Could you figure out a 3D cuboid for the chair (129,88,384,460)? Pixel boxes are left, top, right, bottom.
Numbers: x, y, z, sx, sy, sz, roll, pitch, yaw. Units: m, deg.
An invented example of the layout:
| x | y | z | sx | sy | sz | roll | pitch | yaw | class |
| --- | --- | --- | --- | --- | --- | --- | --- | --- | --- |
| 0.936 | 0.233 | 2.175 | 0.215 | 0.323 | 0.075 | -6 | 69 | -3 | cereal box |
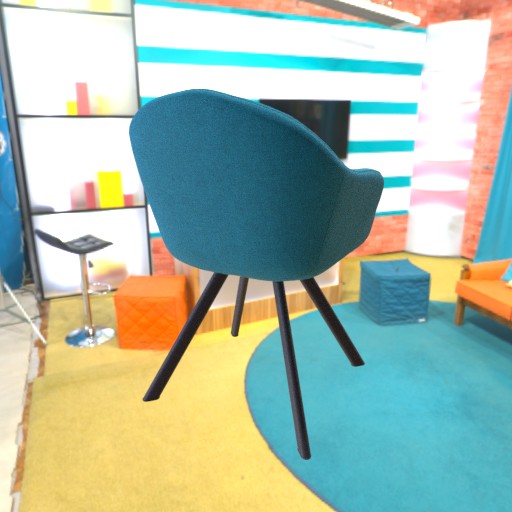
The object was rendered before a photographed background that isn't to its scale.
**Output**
| x | y | z | sx | sy | sz | roll | pitch | yaw | class |
| --- | --- | --- | --- | --- | --- | --- | --- | --- | --- |
| 0.000 | 0.000 | 1.148 | 0.545 | 0.775 | 0.565 | 8 | 18 | 27 | chair |
